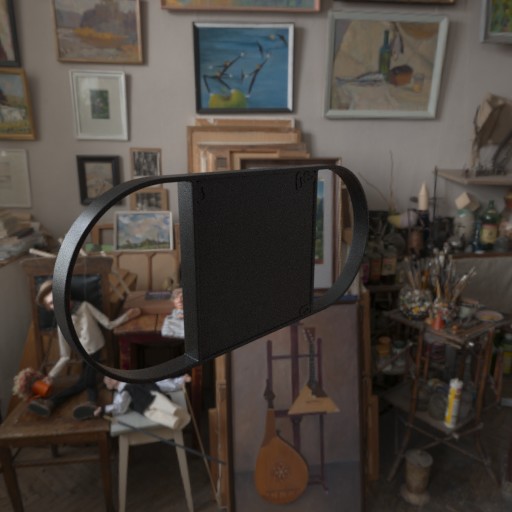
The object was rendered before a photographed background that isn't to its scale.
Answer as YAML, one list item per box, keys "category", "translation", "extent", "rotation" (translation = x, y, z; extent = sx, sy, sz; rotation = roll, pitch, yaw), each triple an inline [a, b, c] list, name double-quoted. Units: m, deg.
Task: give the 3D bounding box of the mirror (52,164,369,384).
- category: "mirror"
  translation: [0.000, 0.000, 0.662]
  extent: [0.032, 0.254, 0.584]
  rotation: [15, 21, 43]
